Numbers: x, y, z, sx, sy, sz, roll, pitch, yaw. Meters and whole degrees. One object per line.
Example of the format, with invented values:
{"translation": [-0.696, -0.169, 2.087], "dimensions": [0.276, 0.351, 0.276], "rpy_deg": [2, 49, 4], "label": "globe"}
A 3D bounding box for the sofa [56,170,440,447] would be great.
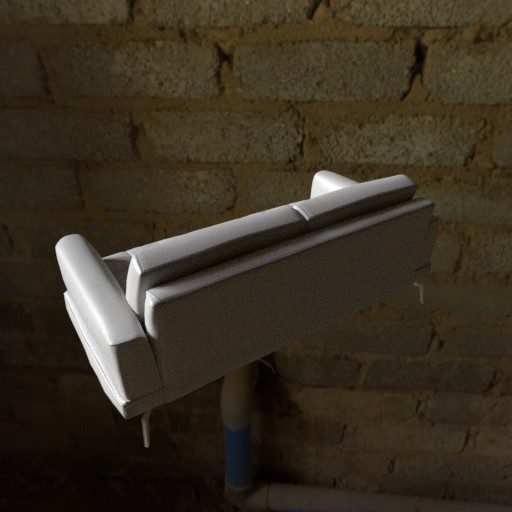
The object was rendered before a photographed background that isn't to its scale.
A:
{"translation": [0.000, 0.000, 2.741], "dimensions": [2.177, 0.930, 1.121], "rpy_deg": [-19, 36, -29], "label": "sofa"}
